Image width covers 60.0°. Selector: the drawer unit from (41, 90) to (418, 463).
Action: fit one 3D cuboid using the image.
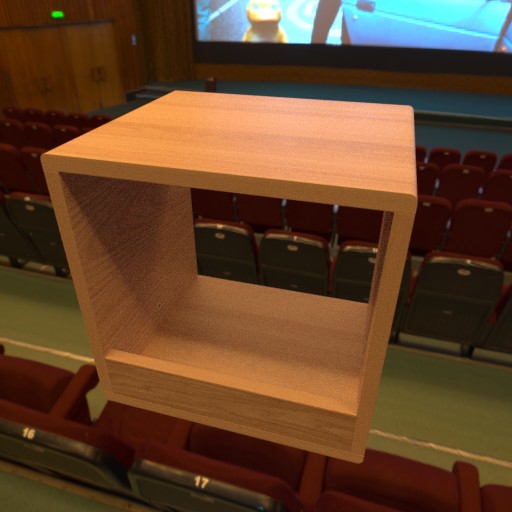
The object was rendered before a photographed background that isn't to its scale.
[{"bbox_3d":[0.000,0.000,0.588,0.344,0.344,0.290,9,33,14],"label":"drawer unit"}]
